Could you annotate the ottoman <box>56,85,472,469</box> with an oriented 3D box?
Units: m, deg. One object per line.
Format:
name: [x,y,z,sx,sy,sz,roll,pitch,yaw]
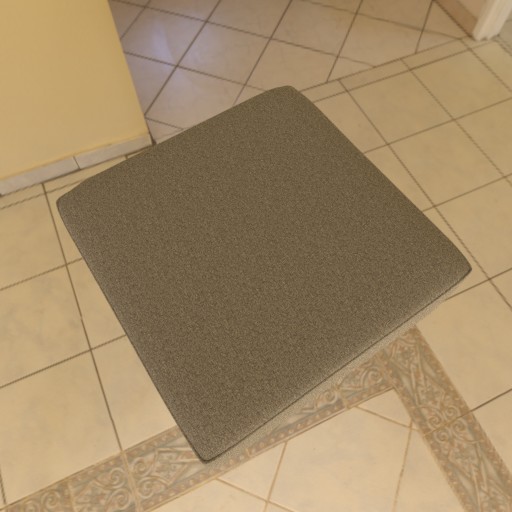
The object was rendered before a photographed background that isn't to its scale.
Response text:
ottoman: [0.000,0.000,1.595,1.015,0.464,1.005,-31,67,-15]
